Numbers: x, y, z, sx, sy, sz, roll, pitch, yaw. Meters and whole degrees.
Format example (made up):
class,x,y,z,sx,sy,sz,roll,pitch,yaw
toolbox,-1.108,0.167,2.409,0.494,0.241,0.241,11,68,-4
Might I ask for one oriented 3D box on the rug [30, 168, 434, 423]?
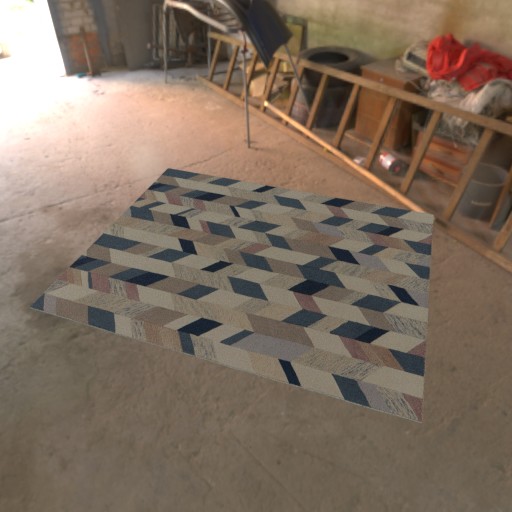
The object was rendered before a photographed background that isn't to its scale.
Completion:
class,x,y,z,sx,sy,sz,roll,pitch,yaw
rug,0.000,0.000,4.089,3.072,0.011,2.451,12,42,14
